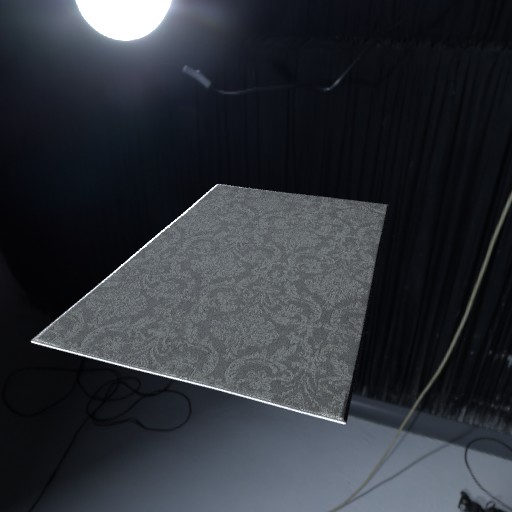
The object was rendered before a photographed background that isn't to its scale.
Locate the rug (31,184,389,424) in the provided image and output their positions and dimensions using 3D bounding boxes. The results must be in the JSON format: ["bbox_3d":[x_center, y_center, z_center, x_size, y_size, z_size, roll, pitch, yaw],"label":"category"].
[{"bbox_3d":[0.000,0.000,3.439,1.819,0.018,2.746,9,31,16],"label":"rug"}]
